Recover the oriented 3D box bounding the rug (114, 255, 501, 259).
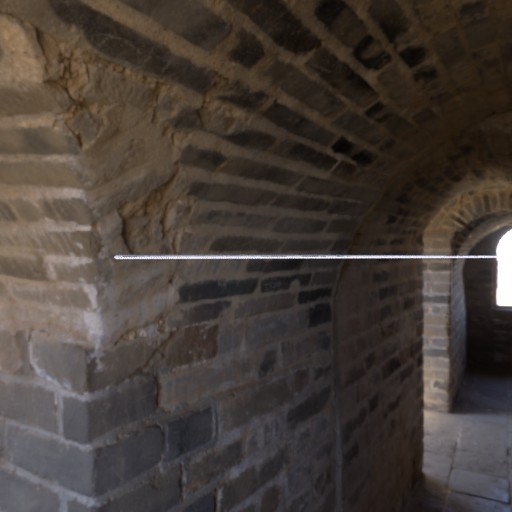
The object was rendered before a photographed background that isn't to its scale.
[{"bbox_3d":[0.000,0.000,3.994,2.423,0.014,3.040,0,0,-17],"label":"rug"}]
